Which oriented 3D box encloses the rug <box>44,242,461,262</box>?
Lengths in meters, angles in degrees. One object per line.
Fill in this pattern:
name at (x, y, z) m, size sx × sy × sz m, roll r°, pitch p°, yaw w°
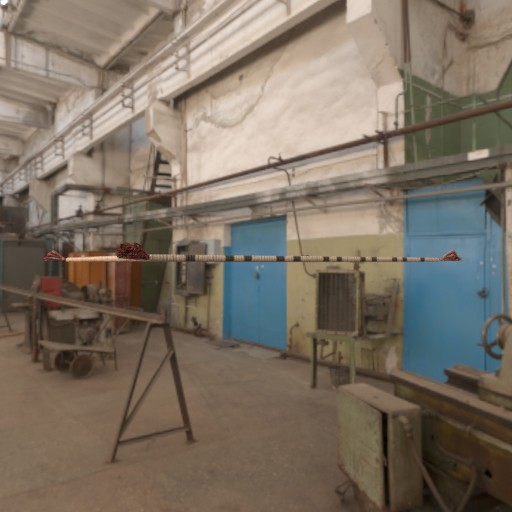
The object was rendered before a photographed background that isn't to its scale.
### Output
rug at (0.000, 0.000, 2.598) m, size 2.069 × 0.067 × 1.444 m, roll 1°, pitch -1°, yaw -36°
